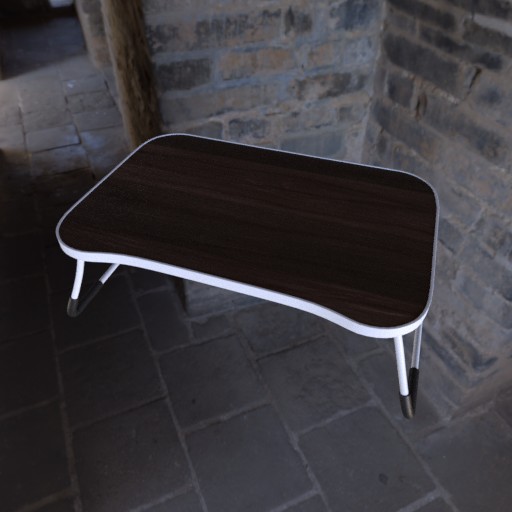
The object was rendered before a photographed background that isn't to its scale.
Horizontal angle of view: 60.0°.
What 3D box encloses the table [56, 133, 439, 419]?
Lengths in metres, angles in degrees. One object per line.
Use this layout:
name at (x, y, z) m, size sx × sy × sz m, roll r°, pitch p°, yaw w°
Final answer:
table at (0.000, 0.000, 0.838) m, size 0.660 × 0.232 × 0.400 m, roll 13°, pitch 44°, yaw 14°
